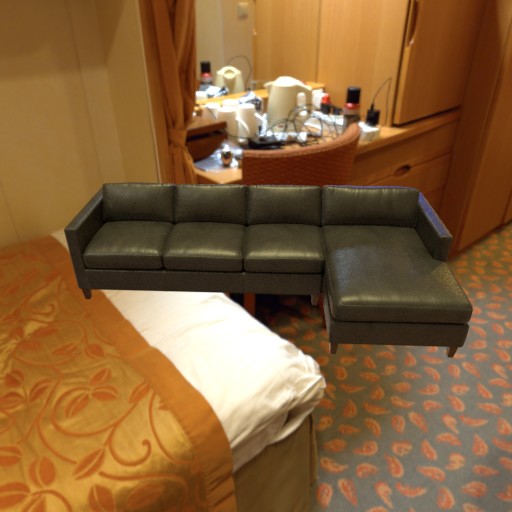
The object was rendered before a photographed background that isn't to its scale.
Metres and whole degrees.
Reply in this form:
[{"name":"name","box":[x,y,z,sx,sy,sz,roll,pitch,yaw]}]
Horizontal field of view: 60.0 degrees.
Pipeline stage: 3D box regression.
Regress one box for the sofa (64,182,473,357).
[{"name":"sofa","box":[0.000,0.000,3.893,3.203,0.883,1.581,1,31,2]}]
